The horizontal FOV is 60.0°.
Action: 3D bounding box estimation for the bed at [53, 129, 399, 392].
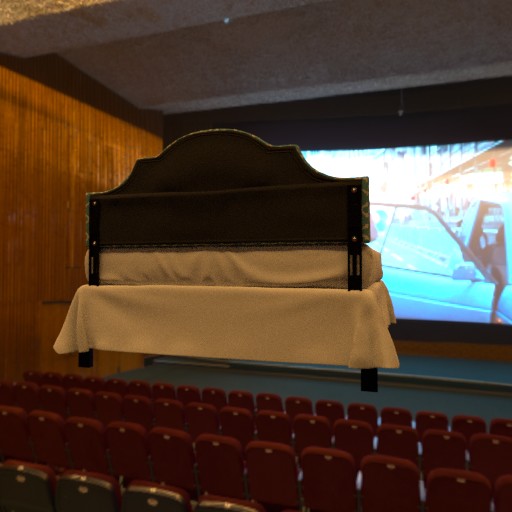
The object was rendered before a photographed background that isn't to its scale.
[{"bbox_3d":[0.000,0.000,3.774,2.314,1.601,2.222,0,-1,18],"label":"bed"}]
